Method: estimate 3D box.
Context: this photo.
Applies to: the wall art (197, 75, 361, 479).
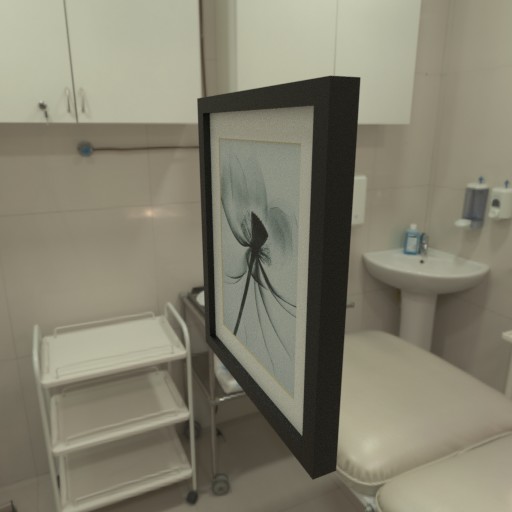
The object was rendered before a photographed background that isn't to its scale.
[{"bbox_3d":[0.000,0.000,0.544,0.029,0.381,0.330,-8,18,-24],"label":"wall art"}]
